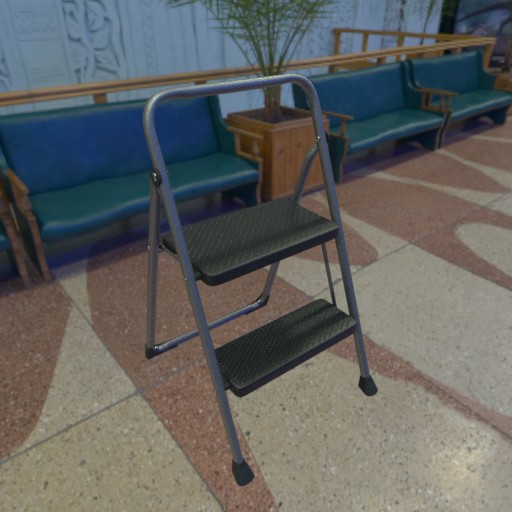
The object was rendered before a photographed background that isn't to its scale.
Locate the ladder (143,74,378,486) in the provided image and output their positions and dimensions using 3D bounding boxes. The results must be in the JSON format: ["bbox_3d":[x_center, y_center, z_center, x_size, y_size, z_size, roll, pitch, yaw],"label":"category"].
[{"bbox_3d":[0.000,0.000,0.987,0.430,0.720,0.472,-21,36,-31],"label":"ladder"}]
